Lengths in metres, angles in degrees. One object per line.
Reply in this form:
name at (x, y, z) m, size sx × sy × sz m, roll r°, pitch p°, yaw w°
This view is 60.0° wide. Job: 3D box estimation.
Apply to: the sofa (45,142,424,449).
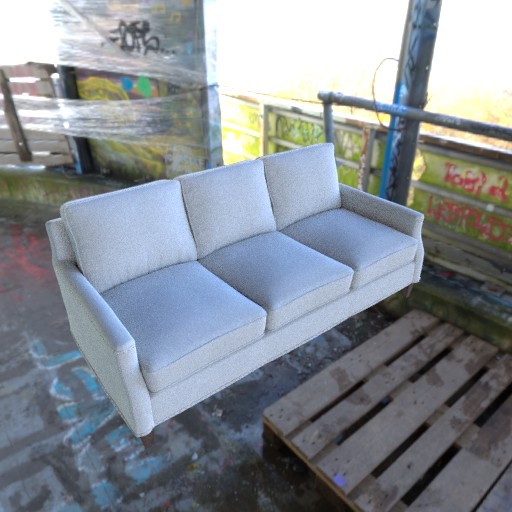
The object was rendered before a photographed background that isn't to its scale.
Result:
sofa at (0.000, 0.000, 2.844) m, size 2.246 × 1.003 × 1.084 m, roll -21°, pitch 36°, yaw -32°
